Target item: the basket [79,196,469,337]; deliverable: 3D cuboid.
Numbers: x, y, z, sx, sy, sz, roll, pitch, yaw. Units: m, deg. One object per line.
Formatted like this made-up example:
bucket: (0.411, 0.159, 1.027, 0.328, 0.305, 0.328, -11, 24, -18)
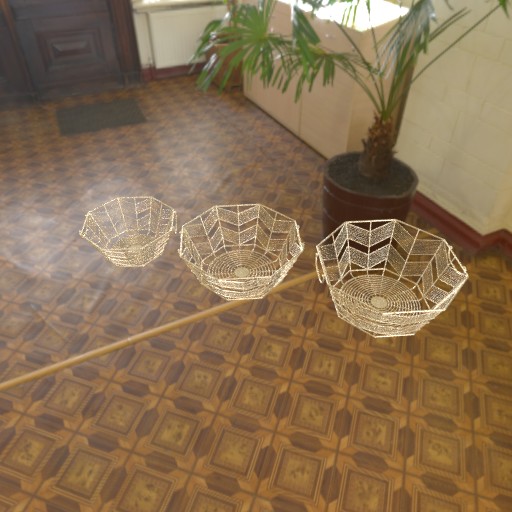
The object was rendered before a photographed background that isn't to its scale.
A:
basket: (0.000, 0.000, 1.437, 1.246, 0.178, 0.432, 12, 42, 13)
